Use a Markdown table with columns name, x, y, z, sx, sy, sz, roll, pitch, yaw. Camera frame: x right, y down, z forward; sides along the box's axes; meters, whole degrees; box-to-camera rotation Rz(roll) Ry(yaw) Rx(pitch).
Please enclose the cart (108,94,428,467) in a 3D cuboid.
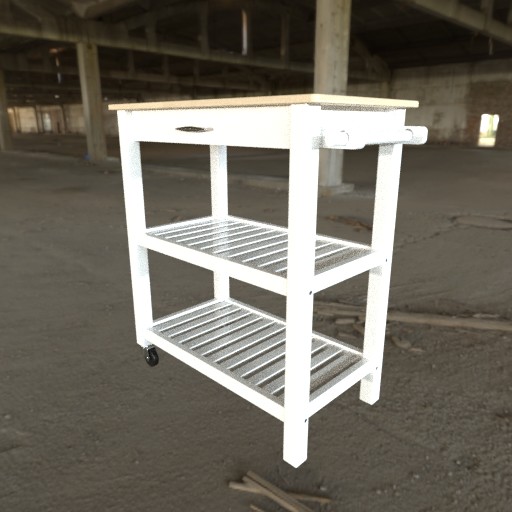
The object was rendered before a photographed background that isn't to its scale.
| name | x | y | z | sx | sy | sz | roll | pitch | yaw |
| --- | --- | --- | --- | --- | --- | --- | --- | --- | --- |
| cart | 0.000 | 0.000 | 1.418 | 0.899 | 0.927 | 0.457 | 16 | 23 | 42 |
